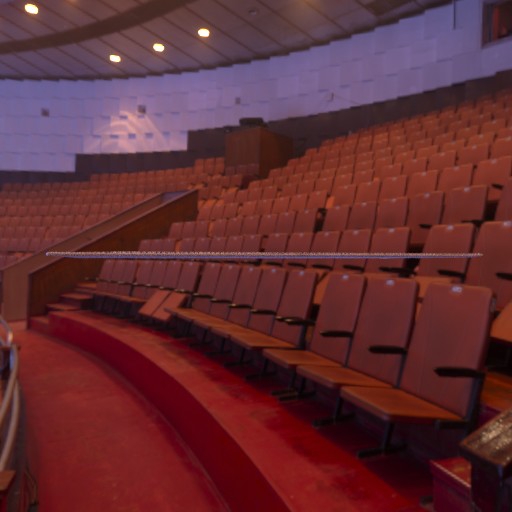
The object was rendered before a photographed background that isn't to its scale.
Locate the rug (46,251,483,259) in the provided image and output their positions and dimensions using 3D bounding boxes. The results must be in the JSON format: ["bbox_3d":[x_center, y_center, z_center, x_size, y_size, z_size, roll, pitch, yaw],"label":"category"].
[{"bbox_3d":[0.000,0.000,3.059,2.438,0.034,1.521,0,-1,-18],"label":"rug"}]
